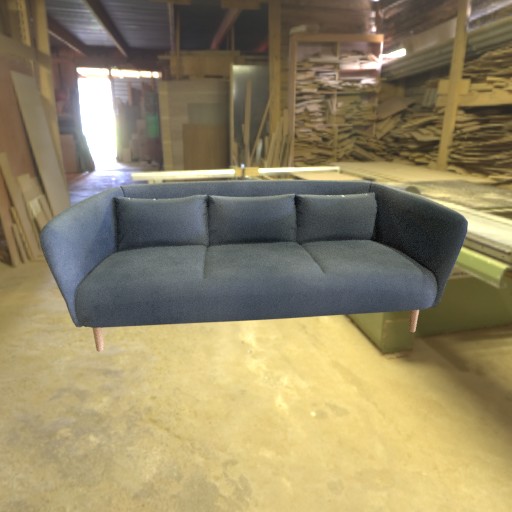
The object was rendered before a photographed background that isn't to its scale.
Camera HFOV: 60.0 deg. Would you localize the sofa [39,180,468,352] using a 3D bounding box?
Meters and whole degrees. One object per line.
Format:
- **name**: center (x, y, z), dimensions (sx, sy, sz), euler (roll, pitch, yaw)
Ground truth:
- **sofa**: center (0.000, 0.000, 2.594), dimensions (2.095, 0.795, 0.849), euler (-2, 17, -7)
